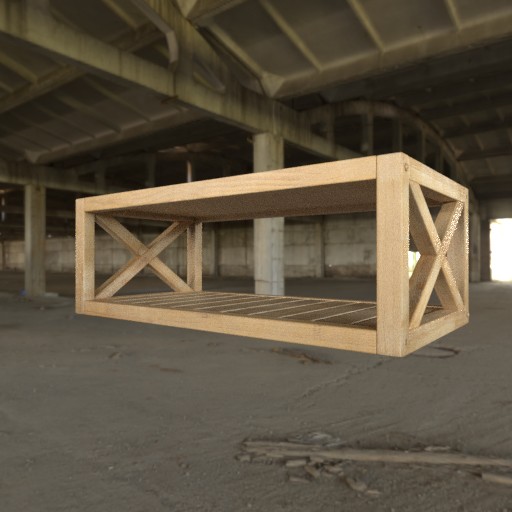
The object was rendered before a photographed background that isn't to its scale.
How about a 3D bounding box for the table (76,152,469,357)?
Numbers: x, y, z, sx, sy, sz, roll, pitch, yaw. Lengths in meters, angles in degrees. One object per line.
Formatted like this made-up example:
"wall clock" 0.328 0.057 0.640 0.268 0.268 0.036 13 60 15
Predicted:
"table" 0.000 0.000 1.636 1.321 0.457 0.660 0 0 37
